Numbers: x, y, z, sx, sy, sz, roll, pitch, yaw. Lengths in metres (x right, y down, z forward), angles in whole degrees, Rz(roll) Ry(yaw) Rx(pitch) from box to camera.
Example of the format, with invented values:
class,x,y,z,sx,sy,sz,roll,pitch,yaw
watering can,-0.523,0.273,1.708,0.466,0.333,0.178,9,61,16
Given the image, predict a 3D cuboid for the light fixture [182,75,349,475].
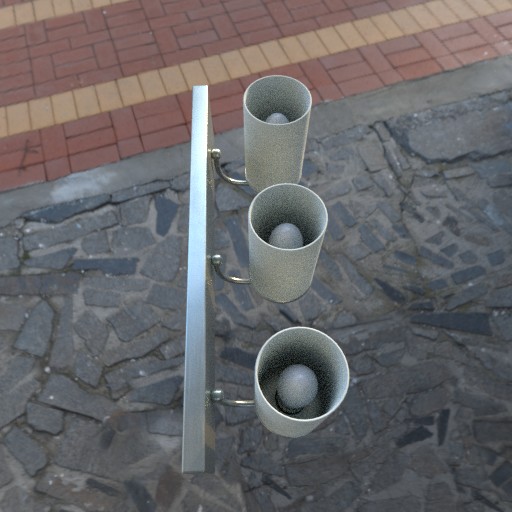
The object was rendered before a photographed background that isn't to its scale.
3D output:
class,x,y,z,sx,sy,sz,roll,pitch,yaw
light fixture,0.000,0.000,0.517,0.145,0.172,0.451,-2,63,-1
